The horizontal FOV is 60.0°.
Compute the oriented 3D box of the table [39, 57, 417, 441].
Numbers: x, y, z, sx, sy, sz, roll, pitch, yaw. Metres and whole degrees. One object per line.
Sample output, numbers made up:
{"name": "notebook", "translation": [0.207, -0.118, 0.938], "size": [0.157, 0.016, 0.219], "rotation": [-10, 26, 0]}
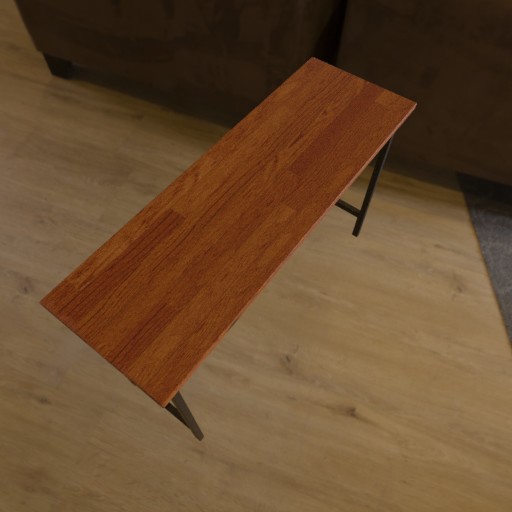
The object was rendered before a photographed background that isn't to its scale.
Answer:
{"name": "table", "translation": [0.000, 0.000, 1.571], "size": [0.408, 0.740, 1.204], "rotation": [33, 64, 18]}
